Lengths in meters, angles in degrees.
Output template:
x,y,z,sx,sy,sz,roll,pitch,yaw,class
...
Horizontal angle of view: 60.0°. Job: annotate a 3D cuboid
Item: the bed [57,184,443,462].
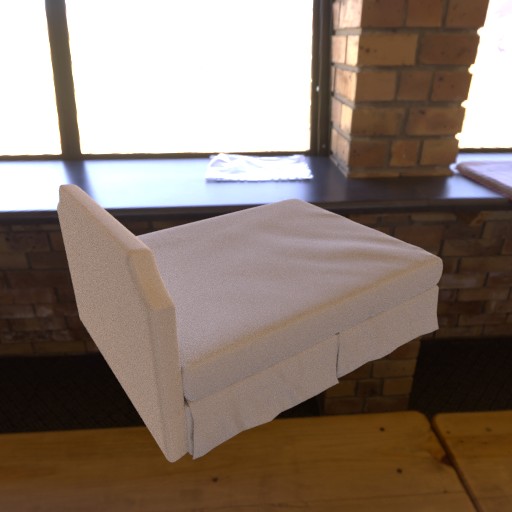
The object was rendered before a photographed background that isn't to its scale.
x,y,z,sx,sy,sz,roll,pitch,yaw,class
0.000,0.000,3.576,2.498,1.293,1.977,-18,31,-31,bed
